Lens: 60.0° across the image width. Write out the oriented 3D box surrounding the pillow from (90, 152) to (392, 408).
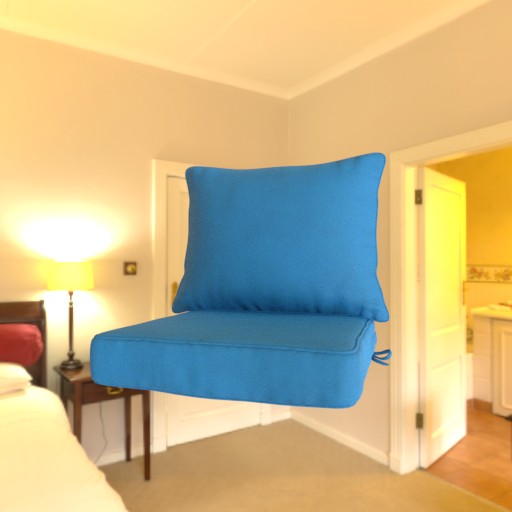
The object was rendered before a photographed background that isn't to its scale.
[{"bbox_3d":[0.000,0.000,1.377,0.798,0.725,0.733,0,-1,18],"label":"pillow"}]
